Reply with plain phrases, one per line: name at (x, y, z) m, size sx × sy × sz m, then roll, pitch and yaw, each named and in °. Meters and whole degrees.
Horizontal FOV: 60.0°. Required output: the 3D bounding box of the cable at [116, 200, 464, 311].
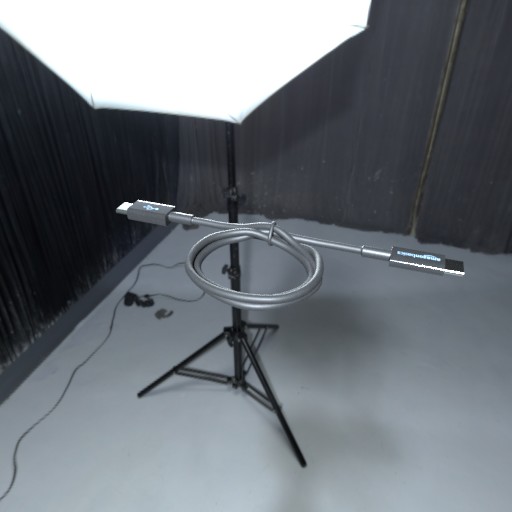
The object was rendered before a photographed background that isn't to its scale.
cable at (0.000, 0.000, 0.216) m, size 0.192 × 0.014 × 0.070 m, roll 11°, pitch 35°, yaw 16°
